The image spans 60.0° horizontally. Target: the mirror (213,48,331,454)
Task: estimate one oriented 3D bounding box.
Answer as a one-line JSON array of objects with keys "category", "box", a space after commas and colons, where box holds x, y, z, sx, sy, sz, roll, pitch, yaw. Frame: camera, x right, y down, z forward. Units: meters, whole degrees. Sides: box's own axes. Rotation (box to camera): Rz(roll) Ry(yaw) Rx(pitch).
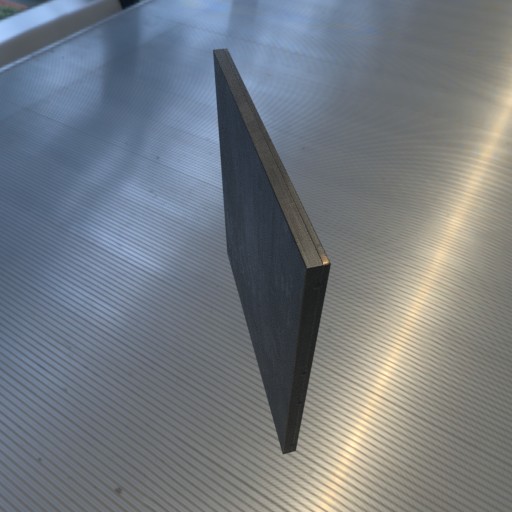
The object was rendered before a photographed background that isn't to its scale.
[{"category": "mirror", "box": [0.000, 0.000, 0.582, 0.020, 0.381, 0.382, -10, 48, -9]}]
